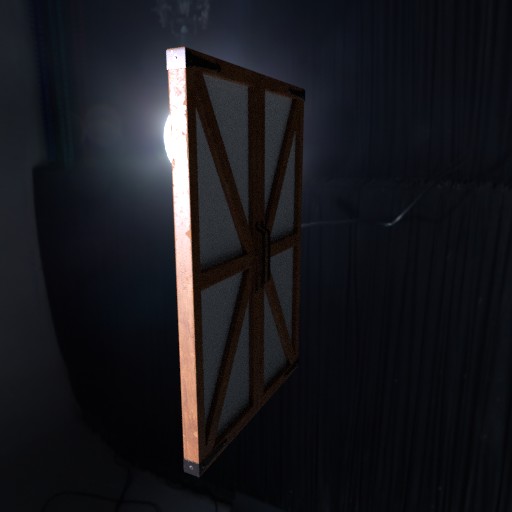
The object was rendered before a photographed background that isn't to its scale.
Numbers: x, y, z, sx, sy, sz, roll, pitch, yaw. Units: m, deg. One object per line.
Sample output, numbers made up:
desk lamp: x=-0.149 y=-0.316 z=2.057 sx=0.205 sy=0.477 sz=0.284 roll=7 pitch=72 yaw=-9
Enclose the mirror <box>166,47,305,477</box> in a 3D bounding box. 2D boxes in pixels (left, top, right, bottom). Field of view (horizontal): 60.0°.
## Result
mirror: x=0.000 y=0.000 z=0.986 sx=0.053 sy=0.761 sz=0.517 roll=6 pitch=15 yaw=26
